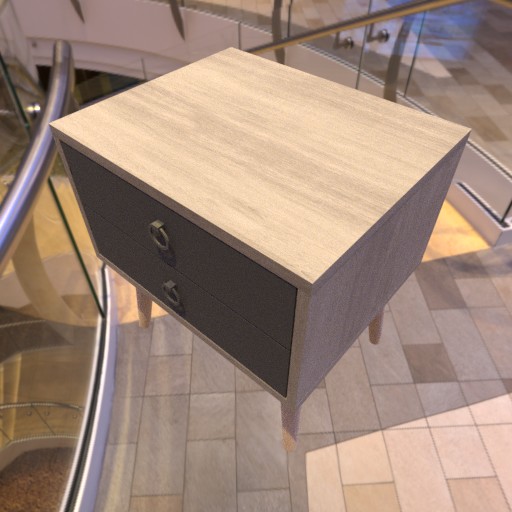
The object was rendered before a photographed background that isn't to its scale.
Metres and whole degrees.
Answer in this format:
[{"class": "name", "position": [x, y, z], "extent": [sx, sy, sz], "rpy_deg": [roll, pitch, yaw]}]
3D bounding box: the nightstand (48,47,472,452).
[{"class": "nightstand", "position": [0.000, 0.000, 0.785], "extent": [0.450, 0.500, 0.380], "rpy_deg": [32, 53, 27]}]
